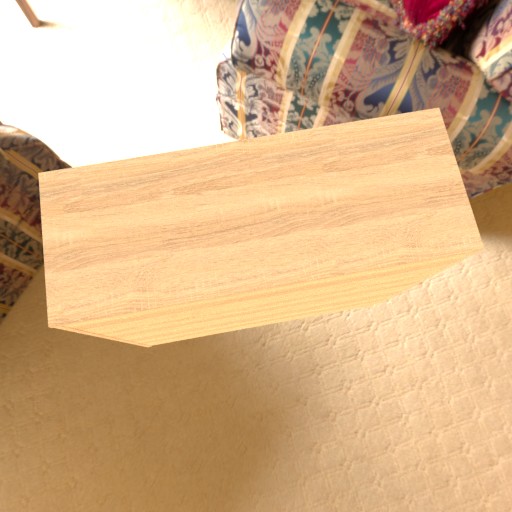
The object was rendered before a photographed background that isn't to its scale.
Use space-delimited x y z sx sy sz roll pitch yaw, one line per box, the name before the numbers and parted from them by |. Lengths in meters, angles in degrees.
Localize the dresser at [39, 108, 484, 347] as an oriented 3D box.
dresser | 0.000 0.000 1.461 0.980 0.900 0.380 -10 76 -3
